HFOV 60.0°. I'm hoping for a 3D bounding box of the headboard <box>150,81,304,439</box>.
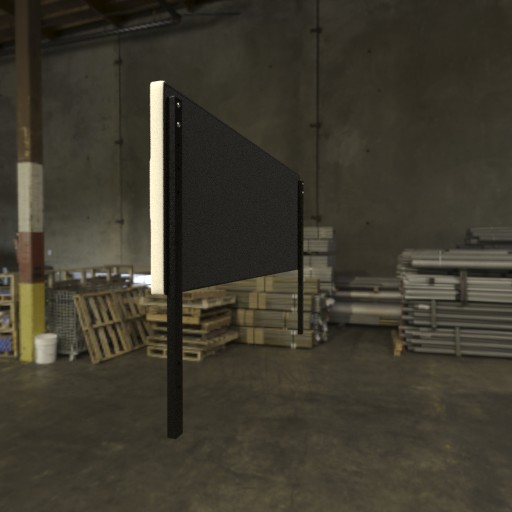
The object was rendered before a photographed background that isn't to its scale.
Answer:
[{"bbox_3d":[0.000,0.000,2.845,0.120,1.410,2.362,0,1,19],"label":"headboard"}]
